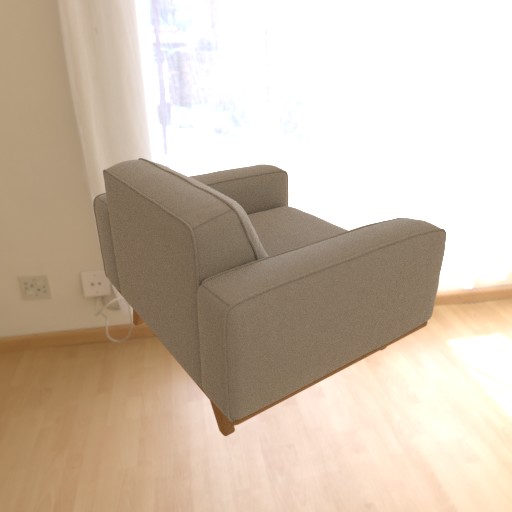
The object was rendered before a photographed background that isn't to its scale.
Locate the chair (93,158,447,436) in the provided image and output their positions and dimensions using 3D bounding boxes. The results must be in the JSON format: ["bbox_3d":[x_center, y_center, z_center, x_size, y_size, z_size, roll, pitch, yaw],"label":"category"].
[{"bbox_3d":[0.000,0.000,1.804,0.953,0.779,1.115,-18,31,-31],"label":"chair"}]
